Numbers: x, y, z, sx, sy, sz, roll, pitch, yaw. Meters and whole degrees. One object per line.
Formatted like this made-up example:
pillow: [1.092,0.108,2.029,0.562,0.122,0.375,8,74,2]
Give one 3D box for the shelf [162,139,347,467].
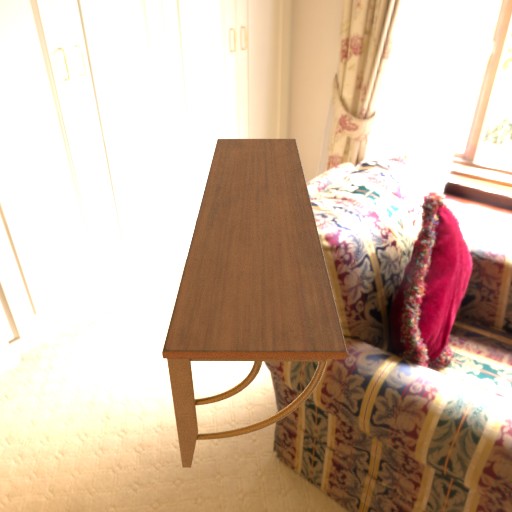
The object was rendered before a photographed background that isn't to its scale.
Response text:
shelf: [0.000,0.000,0.714,0.166,0.190,0.636,0,32,0]
